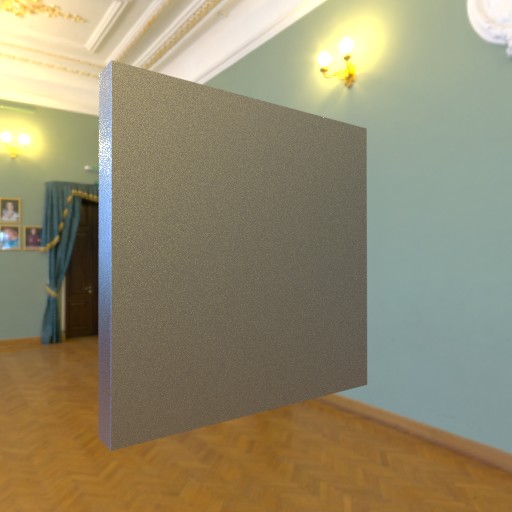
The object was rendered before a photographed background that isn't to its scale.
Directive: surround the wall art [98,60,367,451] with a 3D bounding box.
[{"bbox_3d":[0.000,0.000,0.515,0.350,0.350,0.038,0,0,-37],"label":"wall art"}]
